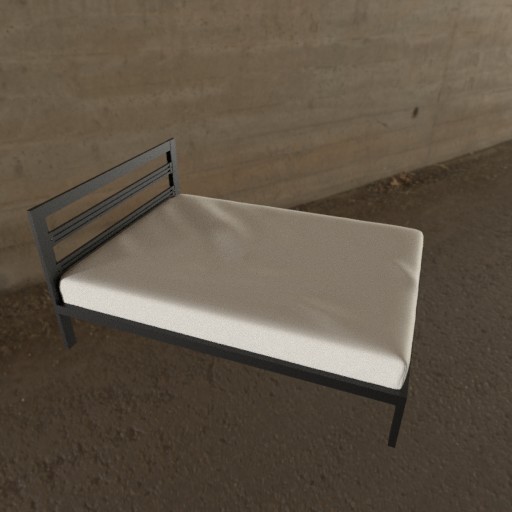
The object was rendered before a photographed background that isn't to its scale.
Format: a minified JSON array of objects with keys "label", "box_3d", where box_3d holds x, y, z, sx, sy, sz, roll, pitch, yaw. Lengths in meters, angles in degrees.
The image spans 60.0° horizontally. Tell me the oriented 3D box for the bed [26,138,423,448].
[{"label":"bed","box_3d":[0.000,0.000,2.903,2.062,0.967,1.524,11,32,18]}]
